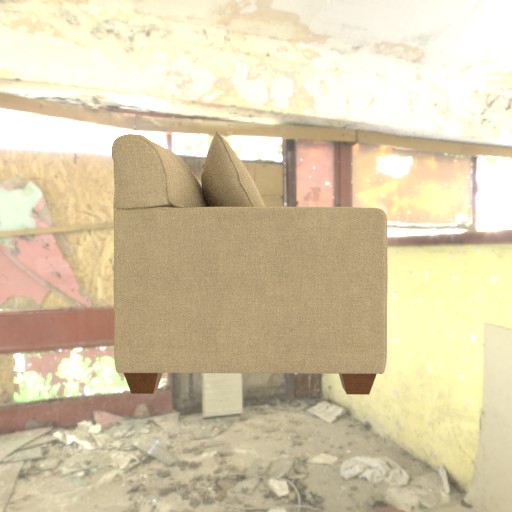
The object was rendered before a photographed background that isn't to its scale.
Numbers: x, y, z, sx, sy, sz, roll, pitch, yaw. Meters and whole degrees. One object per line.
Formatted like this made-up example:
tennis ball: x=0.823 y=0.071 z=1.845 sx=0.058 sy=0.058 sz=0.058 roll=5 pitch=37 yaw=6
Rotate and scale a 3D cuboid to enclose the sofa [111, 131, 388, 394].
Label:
sofa: x=0.000 y=0.000 z=2.437 sx=0.998 sy=0.958 sz=1.846 roll=0 pitch=1 yaw=1
